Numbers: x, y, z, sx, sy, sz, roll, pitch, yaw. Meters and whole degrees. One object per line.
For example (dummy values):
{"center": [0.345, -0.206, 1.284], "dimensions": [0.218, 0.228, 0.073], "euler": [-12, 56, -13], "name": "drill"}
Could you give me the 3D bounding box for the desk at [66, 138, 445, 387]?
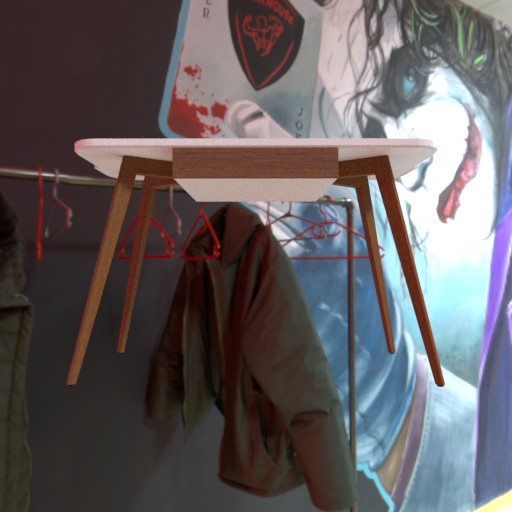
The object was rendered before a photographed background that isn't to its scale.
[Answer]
{"center": [0.000, 0.000, 1.617], "dimensions": [1.206, 0.807, 0.534], "euler": [0, -1, 0], "name": "desk"}
